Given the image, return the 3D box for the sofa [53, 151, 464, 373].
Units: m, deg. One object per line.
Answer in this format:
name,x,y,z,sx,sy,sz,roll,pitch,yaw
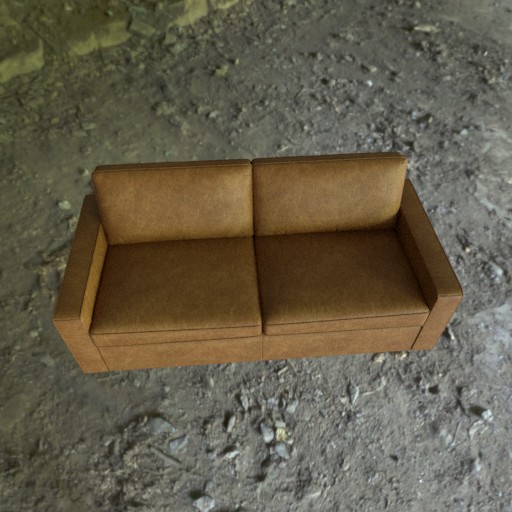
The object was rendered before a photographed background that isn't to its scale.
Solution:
sofa,0.000,0.000,2.651,2.156,0.928,0.991,-3,49,-3
